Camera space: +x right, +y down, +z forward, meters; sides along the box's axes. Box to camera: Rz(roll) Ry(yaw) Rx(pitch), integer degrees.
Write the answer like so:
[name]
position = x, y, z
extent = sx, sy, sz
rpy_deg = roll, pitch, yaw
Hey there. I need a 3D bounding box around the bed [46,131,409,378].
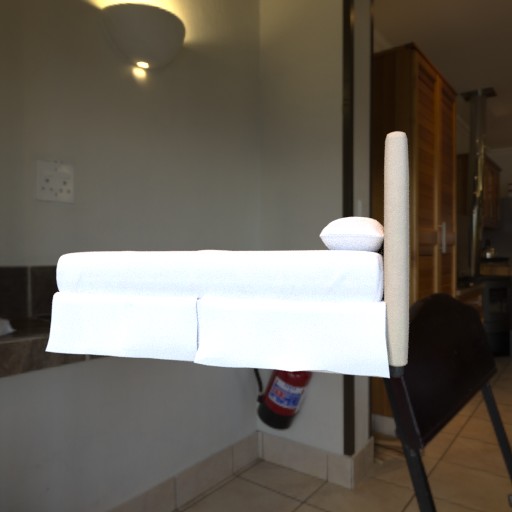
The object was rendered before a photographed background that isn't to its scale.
[bed]
position = 0.000, 0.000, 3.576
extent = 2.319, 1.317, 2.119
rpy_deg = 0, 0, 18
